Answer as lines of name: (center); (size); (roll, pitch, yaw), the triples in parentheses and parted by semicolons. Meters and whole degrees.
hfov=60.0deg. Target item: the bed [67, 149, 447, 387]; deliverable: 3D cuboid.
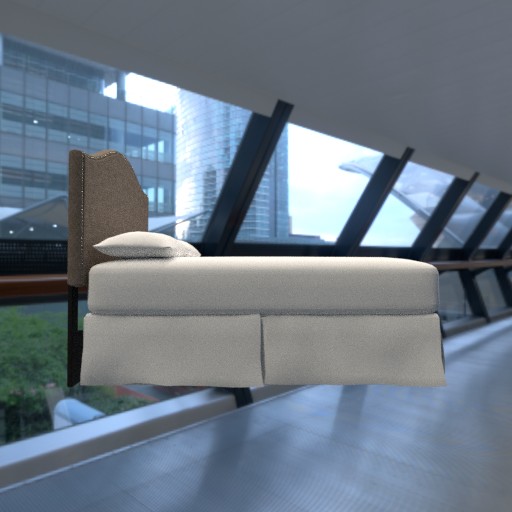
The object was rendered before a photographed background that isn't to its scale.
bed: (0.000, 0.000, 3.270); (2.153, 1.518, 1.713); (0, -1, -1)
